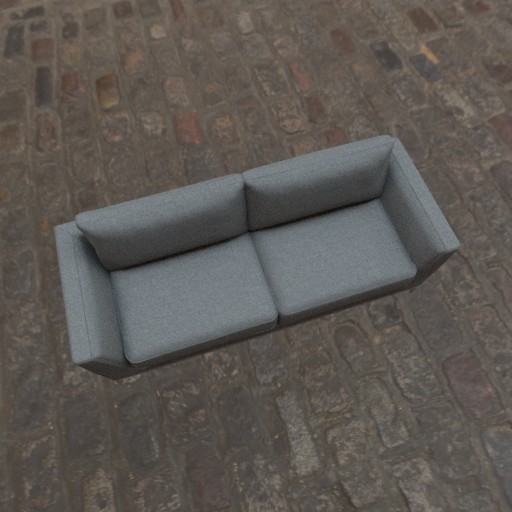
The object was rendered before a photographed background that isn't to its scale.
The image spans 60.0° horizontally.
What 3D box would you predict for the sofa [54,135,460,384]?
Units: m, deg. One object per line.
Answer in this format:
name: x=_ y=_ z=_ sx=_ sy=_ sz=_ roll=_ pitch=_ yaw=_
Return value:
sofa: x=0.000 y=0.000 z=2.768 sx=2.212 sy=1.002 sz=0.869 roll=-16 pitch=66 yaw=-8
